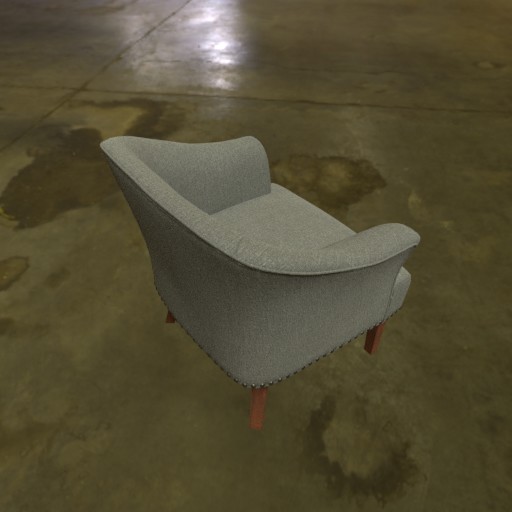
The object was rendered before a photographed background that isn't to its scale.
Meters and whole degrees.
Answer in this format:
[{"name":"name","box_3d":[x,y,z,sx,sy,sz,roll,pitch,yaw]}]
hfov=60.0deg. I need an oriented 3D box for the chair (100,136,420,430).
[{"name":"chair","box_3d":[0.000,0.000,1.424,0.704,0.815,0.798,-25,46,-27]}]
